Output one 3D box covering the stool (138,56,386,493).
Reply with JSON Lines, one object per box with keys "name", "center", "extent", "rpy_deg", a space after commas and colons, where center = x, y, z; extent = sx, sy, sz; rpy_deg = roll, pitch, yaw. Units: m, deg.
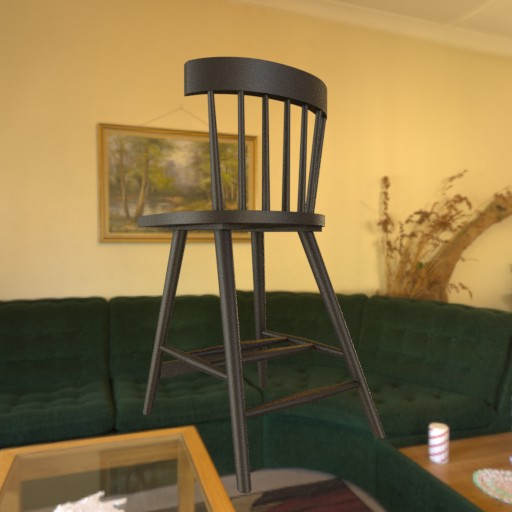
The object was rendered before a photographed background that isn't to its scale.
{"name": "stool", "center": [0.000, 0.000, 1.244], "extent": [0.494, 0.953, 0.549], "rpy_deg": [-1, 2, -36]}
